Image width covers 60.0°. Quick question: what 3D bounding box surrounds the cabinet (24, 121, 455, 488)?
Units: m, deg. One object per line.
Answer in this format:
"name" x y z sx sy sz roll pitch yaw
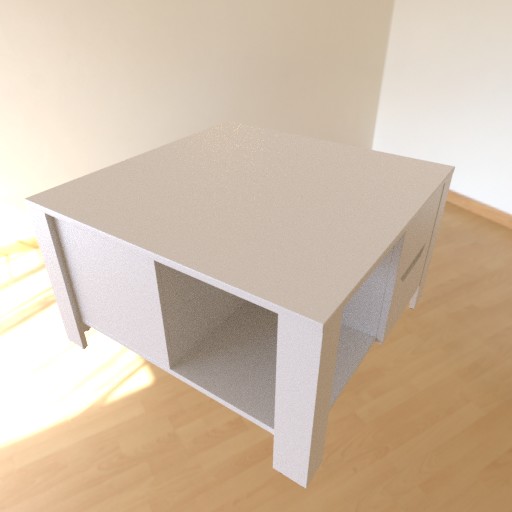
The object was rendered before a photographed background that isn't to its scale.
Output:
"cabinet" 0.000 0.000 1.272 0.800 0.460 0.800 20 38 28
